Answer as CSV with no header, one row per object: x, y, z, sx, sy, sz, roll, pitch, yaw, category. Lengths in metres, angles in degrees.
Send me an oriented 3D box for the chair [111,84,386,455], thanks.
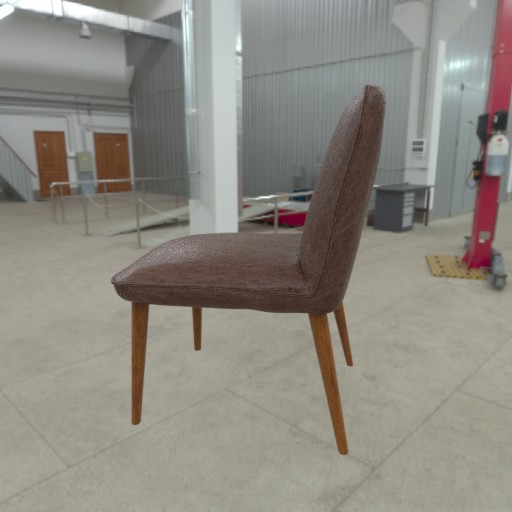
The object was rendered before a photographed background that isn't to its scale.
0.000,0.000,1.197,0.645,0.803,0.543,2,13,9,chair
